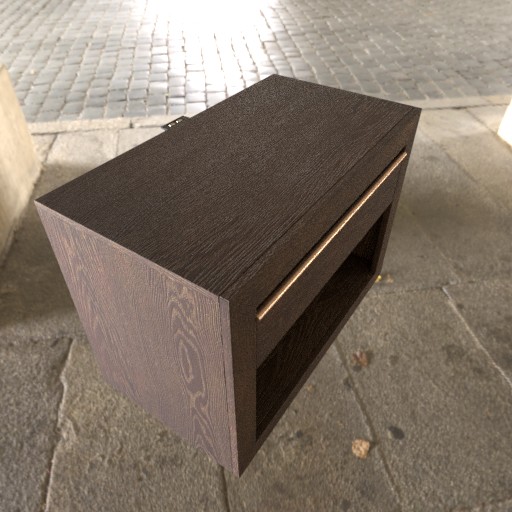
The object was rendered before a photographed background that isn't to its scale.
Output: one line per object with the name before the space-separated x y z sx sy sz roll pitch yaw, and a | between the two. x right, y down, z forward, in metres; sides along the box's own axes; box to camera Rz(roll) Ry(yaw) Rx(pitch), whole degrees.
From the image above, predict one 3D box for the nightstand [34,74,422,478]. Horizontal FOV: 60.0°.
nightstand | 0.000 0.000 1.126 0.457 0.612 0.775 24 47 25
